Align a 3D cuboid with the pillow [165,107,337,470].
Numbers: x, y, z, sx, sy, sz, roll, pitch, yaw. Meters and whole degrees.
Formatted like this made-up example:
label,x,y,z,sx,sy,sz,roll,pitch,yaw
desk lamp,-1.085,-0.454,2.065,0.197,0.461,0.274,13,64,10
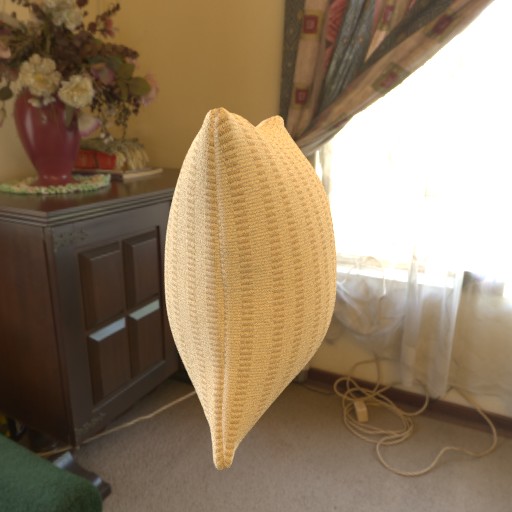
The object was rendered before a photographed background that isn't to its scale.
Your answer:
label,x,y,z,sx,sy,sz,roll,pitch,yaw
pillow,0.000,0.000,0.679,0.247,0.419,0.438,3,17,10
